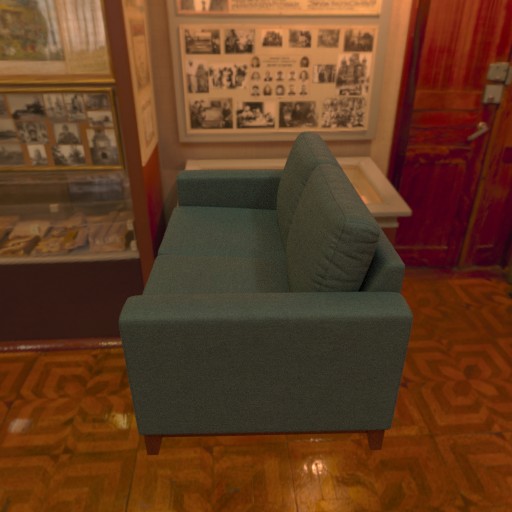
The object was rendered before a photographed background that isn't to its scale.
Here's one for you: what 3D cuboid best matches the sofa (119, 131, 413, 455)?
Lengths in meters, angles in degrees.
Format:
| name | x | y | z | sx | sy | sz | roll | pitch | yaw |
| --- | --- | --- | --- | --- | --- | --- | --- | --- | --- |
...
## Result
| name | x | y | z | sx | sy | sz | roll | pitch | yaw |
| --- | --- | --- | --- | --- | --- | --- | --- | --- | --- |
| sofa | 0.000 | 0.000 | 2.090 | 0.955 | 0.903 | 1.489 | -1 | 28 | -1 |
